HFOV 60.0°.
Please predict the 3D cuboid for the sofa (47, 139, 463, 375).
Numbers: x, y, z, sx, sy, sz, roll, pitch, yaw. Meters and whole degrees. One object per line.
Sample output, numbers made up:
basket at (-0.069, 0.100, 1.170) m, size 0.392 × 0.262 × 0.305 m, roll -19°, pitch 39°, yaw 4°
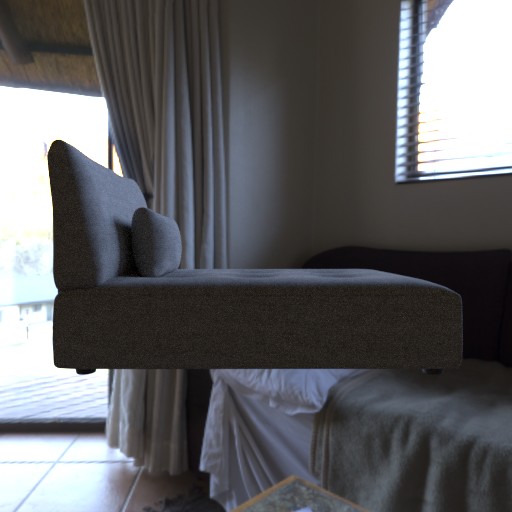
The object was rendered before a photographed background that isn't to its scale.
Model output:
sofa at (0.000, 0.000, 1.960) m, size 1.450 × 0.820 × 0.930 m, roll 0°, pitch 1°, yaw 0°
